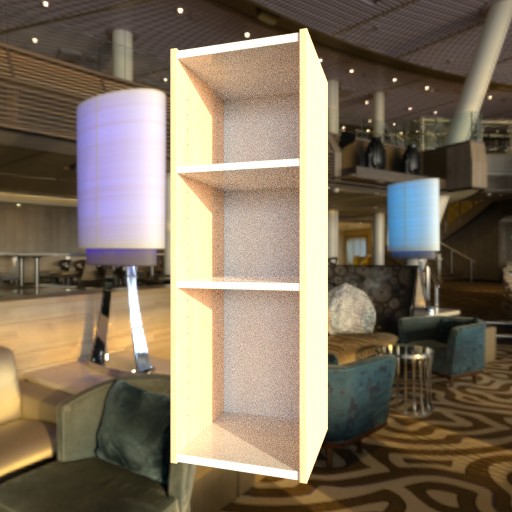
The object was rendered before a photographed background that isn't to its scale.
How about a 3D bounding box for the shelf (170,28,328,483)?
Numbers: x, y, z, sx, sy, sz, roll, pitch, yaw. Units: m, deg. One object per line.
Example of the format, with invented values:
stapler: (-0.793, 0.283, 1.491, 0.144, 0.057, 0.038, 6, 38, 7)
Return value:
shelf: (0.000, 0.000, 1.058, 0.300, 0.900, 0.290, 0, 0, 17)
